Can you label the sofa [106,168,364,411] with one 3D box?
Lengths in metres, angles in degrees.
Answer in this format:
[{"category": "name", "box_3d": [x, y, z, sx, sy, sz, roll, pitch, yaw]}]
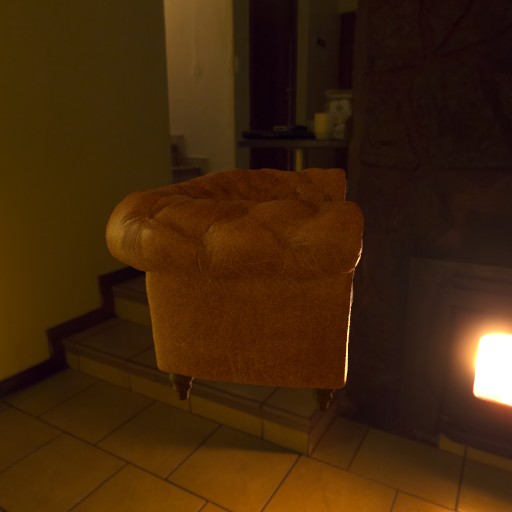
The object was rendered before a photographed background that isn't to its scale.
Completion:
[{"category": "sofa", "box_3d": [0.000, 0.000, 2.482, 1.042, 0.877, 1.979, 3, 15, 10]}]
